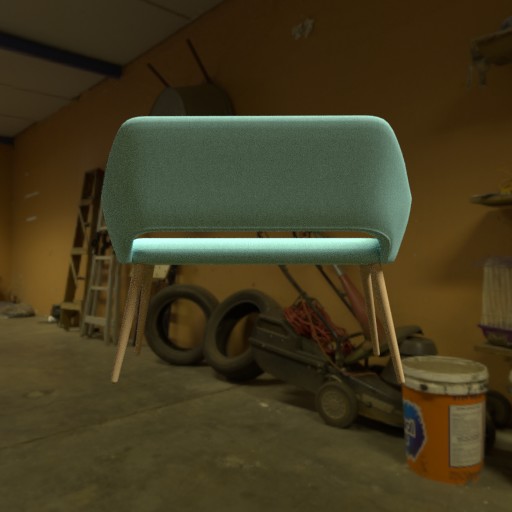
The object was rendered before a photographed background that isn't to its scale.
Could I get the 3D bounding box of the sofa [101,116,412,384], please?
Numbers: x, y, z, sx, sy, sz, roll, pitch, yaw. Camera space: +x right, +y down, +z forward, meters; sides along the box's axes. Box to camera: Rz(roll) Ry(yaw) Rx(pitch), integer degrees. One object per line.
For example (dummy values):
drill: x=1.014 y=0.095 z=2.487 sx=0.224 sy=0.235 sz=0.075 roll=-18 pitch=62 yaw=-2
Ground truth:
sofa: x=0.000 y=0.000 z=1.622 sx=1.150 sy=0.840 sz=0.610 roll=0 pitch=-1 yaw=1
